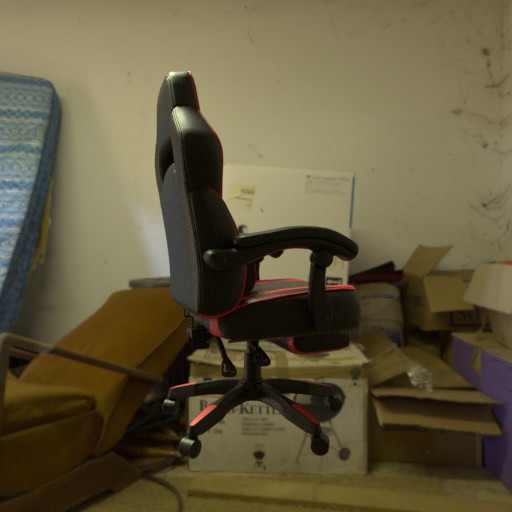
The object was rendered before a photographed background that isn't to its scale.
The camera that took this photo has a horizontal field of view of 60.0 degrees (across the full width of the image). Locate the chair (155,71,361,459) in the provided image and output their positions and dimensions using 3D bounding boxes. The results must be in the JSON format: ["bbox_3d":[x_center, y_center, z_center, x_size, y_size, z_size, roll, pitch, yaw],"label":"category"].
[{"bbox_3d":[0.000,0.000,1.638,0.700,1.220,0.700,0,1,-20],"label":"chair"}]
